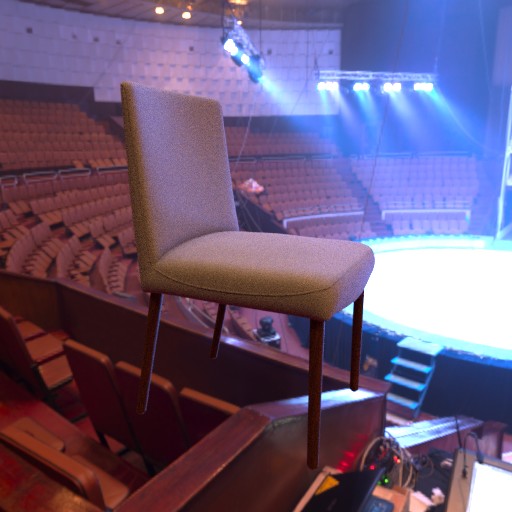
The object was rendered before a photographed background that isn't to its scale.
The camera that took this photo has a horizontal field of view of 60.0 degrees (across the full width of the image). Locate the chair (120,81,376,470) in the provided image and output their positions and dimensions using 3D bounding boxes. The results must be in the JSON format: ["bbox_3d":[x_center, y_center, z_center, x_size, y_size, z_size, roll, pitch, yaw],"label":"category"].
[{"bbox_3d":[0.000,0.000,1.173,0.570,0.859,0.456,6,14,26],"label":"chair"}]
